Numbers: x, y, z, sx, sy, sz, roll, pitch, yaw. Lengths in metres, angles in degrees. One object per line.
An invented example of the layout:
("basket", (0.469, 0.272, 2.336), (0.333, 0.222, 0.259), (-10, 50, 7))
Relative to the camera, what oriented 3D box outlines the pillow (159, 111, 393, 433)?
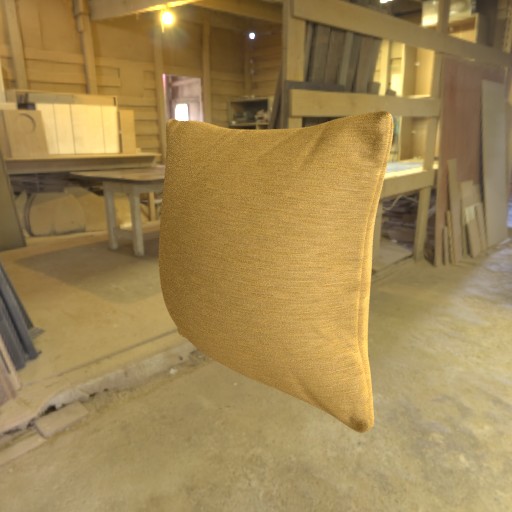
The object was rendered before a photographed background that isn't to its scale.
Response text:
("pillow", (0.000, 0.000, 0.689), (0.247, 0.417, 0.435), (-15, 22, -43))
